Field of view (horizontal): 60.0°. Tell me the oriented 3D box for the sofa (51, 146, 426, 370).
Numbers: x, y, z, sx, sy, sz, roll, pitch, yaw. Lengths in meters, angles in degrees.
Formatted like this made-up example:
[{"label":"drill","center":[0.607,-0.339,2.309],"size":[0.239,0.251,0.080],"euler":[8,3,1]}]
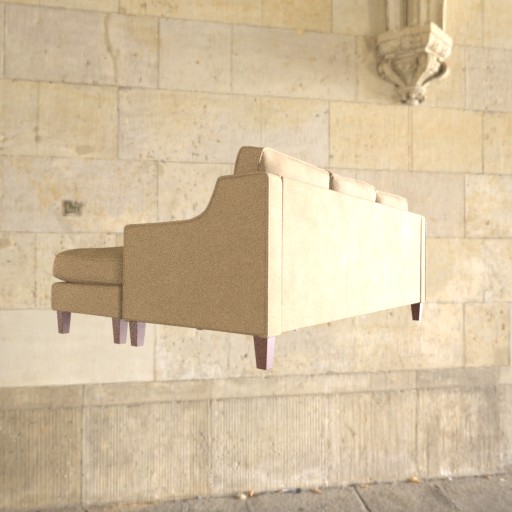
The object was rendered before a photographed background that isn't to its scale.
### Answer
[{"label":"sofa","center":[0.000,0.000,3.390],"size":[1.858,1.066,2.317],"euler":[-1,-1,37]}]
